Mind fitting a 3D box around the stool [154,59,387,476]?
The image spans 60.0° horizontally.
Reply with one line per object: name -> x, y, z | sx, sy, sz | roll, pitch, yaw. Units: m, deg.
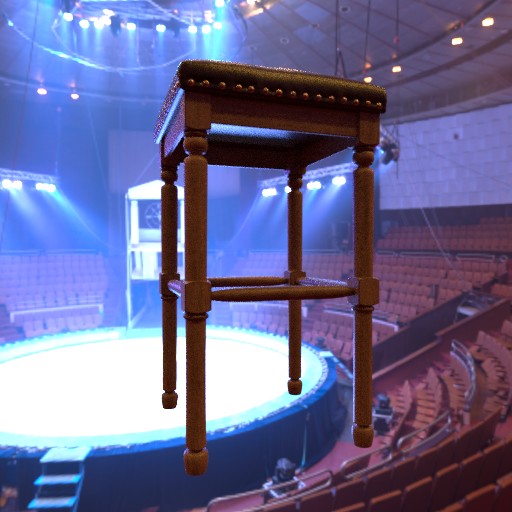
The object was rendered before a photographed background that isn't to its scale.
stool -> 0.000, 0.000, 0.923 | 0.382, 0.702, 0.383 | 0, 1, -19
